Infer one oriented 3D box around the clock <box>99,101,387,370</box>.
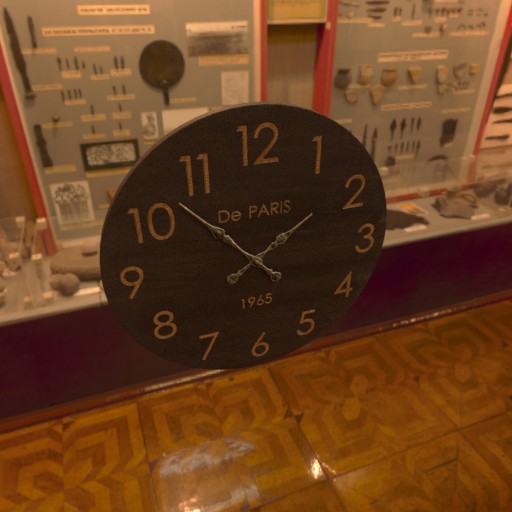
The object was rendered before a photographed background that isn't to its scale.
[{"bbox_3d":[0.000,0.000,0.895,0.595,0.595,0.029,-10,33,-16],"label":"clock"}]
